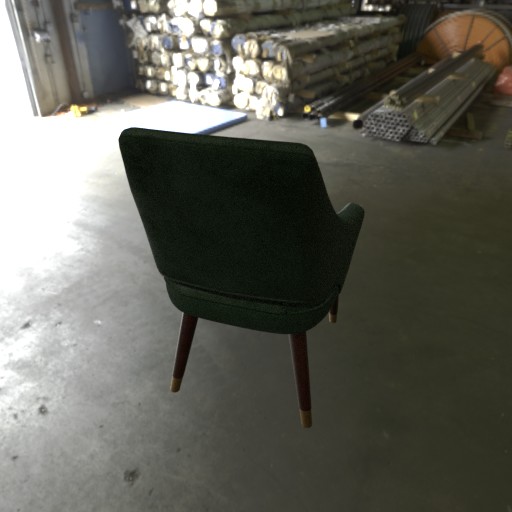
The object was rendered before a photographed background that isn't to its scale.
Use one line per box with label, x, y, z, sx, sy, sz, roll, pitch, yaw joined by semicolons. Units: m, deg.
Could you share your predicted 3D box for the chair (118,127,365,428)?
chair;0.000;0.000;1.582;0.683;1.081;0.794;10;33;15
